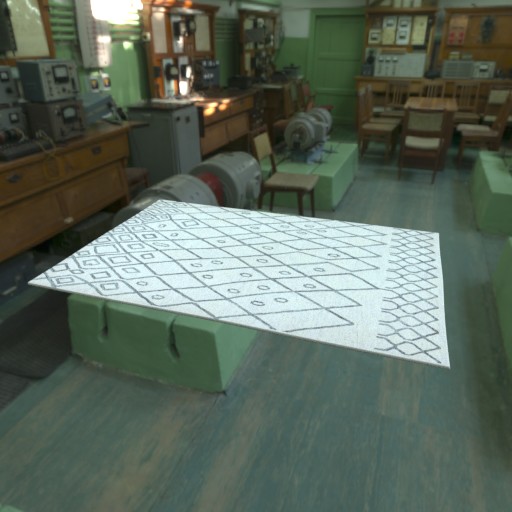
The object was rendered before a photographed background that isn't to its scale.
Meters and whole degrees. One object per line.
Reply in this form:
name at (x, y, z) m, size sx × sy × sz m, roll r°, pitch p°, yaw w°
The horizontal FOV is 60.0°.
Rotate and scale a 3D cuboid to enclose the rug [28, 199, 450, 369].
rug at (0.000, 0.000, 2.311) m, size 1.828 × 0.015 × 1.222 m, roll 9°, pitch 28°, yaw 17°
